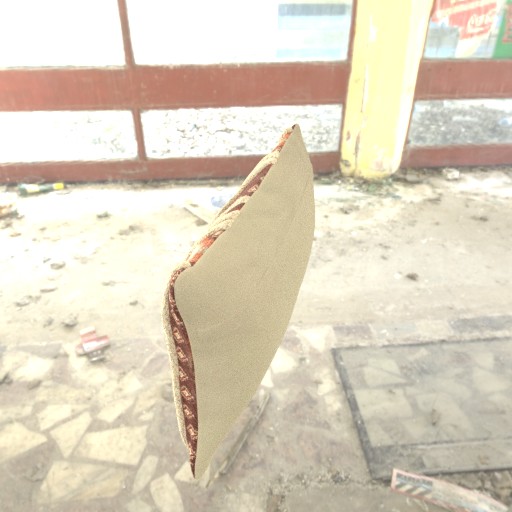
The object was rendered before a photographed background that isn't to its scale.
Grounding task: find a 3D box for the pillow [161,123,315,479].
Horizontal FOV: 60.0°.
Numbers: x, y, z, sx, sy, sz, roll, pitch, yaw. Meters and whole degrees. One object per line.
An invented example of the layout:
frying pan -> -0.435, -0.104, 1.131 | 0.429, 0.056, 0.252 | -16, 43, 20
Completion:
pillow -> 0.000, 0.000, 0.722 | 0.161, 0.295, 0.608 | 8, 32, 13
